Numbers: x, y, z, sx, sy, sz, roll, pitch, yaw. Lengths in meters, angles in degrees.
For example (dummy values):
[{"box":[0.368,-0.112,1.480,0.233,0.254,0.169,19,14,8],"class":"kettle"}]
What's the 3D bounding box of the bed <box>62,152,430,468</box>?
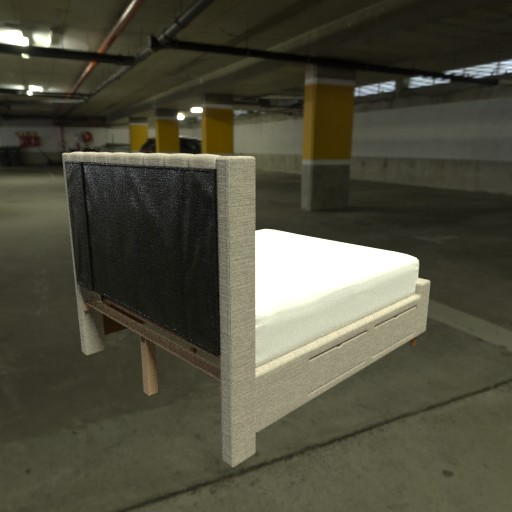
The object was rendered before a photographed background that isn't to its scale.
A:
[{"box":[0.000,0.000,3.809,2.372,1.748,2.044,-13,19,-42],"class":"bed"}]
